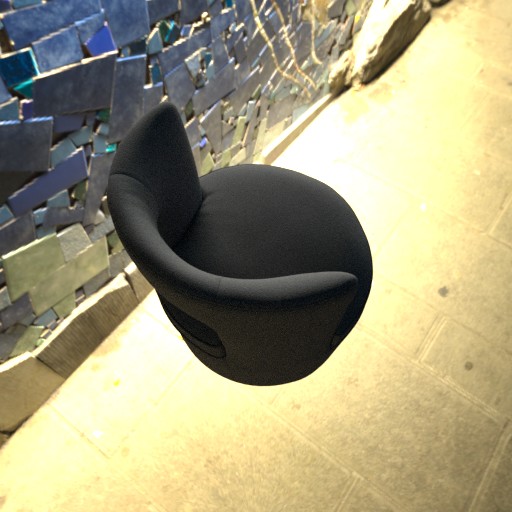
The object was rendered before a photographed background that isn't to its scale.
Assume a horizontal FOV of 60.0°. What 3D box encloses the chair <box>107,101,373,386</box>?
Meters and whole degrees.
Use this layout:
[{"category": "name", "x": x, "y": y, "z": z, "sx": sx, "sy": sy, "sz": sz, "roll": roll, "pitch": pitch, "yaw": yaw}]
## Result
[{"category": "chair", "x": 0.000, "y": 0.000, "z": 1.298, "sx": 0.660, "sy": 0.719, "sz": 0.689, "roll": -34, "pitch": 64, "yaw": -19}]
